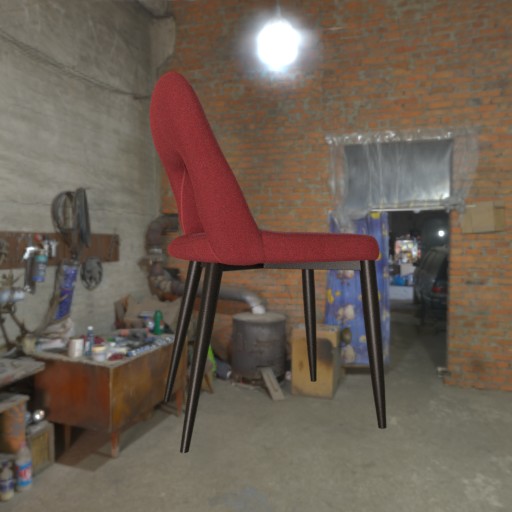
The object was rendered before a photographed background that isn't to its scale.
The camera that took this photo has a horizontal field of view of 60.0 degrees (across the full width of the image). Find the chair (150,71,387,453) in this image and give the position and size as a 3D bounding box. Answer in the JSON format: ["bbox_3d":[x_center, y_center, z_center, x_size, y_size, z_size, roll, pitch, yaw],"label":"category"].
[{"bbox_3d":[0.000,0.000,1.241,0.569,0.892,0.483,0,1,-17],"label":"chair"}]
